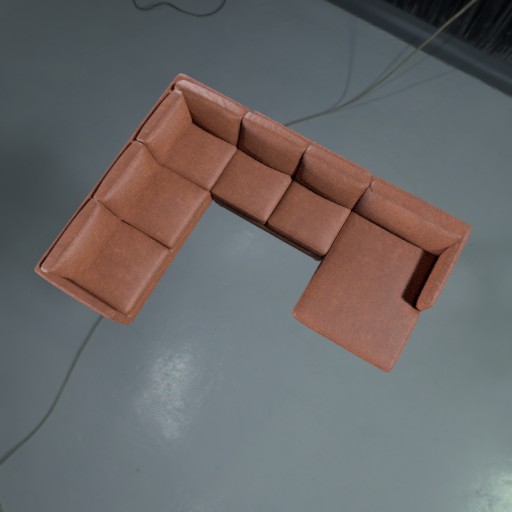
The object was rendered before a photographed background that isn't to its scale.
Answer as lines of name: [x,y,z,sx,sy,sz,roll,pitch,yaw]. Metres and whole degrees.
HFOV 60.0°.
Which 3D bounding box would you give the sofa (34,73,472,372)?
sofa: [0.000,0.000,4.531,3.460,0.923,2.593,30,78,7]
